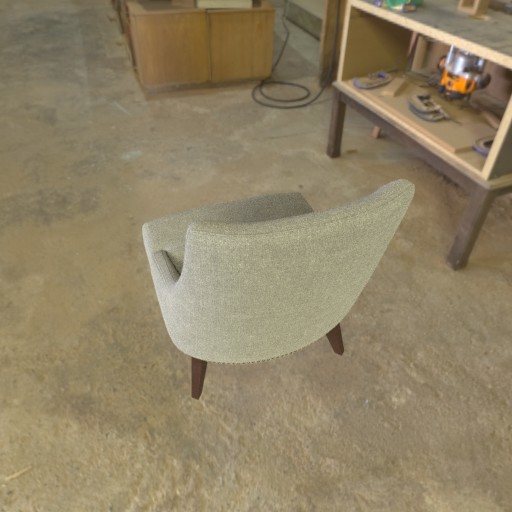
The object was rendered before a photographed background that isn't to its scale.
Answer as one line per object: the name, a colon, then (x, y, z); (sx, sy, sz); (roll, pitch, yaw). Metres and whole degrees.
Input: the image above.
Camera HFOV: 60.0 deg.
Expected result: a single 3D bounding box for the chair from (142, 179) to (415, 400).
chair: (0.000, 0.000, 1.518); (0.701, 0.909, 0.861); (-13, 44, -14)
